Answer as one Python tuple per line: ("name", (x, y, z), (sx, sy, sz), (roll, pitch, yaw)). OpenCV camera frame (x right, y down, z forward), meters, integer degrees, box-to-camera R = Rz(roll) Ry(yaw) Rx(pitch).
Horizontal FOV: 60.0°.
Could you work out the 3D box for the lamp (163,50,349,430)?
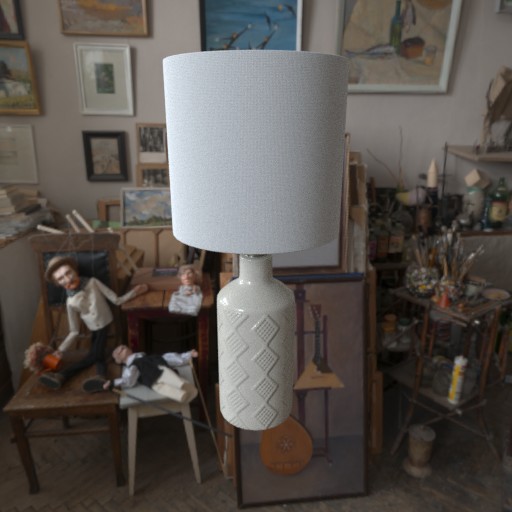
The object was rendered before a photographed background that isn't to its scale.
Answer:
("lamp", (0.000, 0.000, 0.572), (0.207, 0.461, 0.207), (-17, 25, -42))
